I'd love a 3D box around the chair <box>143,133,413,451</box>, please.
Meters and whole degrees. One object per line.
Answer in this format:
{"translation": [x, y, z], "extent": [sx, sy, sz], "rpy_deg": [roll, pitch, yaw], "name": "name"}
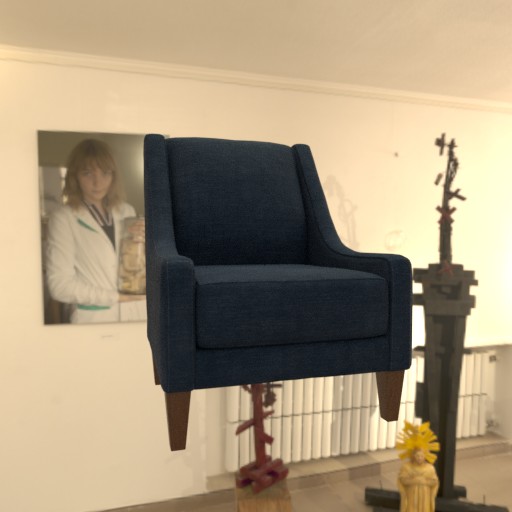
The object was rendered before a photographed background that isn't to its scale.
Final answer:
{"translation": [0.000, 0.000, 1.626], "extent": [0.774, 1.014, 0.870], "rpy_deg": [-1, 2, -17], "name": "chair"}
